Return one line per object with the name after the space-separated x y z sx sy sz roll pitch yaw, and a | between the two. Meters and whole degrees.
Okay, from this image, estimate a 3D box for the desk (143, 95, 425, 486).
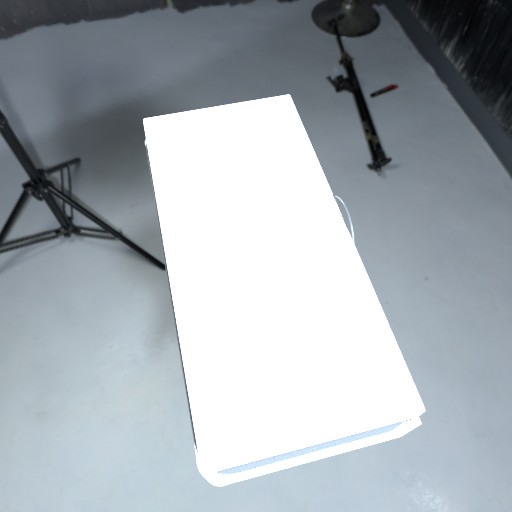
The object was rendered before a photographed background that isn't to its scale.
0.000 0.000 2.236 0.900 0.526 1.900 -12 59 -7 | desk
